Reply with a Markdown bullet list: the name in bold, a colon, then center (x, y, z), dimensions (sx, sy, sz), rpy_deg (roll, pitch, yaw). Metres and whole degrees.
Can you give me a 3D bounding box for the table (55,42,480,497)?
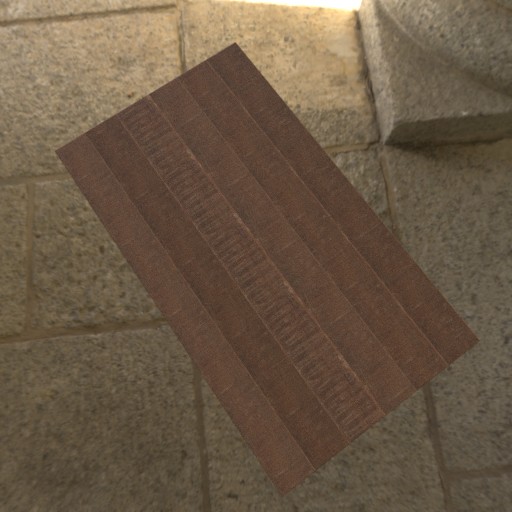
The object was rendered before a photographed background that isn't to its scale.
- **table**: center (0.000, 0.000, 1.740), dimensions (0.800, 0.440, 1.400), rpy_deg (-35, 79, -8)
